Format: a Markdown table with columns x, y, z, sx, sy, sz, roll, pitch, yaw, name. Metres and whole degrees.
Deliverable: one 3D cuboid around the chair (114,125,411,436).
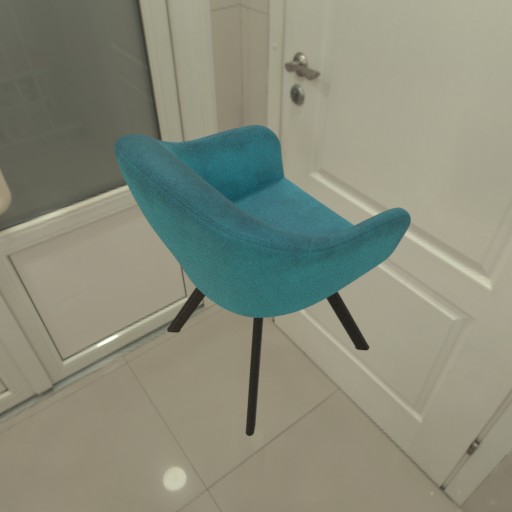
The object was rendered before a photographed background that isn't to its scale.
| x | y | z | sx | sy | sz | roll | pitch | yaw | name |
| --- | --- | --- | --- | --- | --- | --- | --- | --- | --- |
| 0.000 | 0.000 | 1.161 | 0.570 | 0.780 | 0.540 | -27 | 49 | -26 | chair |
